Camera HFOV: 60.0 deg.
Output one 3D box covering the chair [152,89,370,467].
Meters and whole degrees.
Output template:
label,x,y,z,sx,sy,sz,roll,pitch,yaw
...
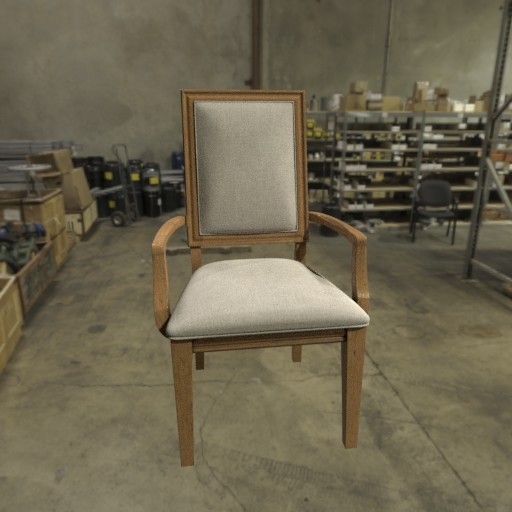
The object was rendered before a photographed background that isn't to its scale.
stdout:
label,x,y,z,sx,sy,sz,roll,pitch,yaw
chair,0.000,0.000,1.371,0.606,0.990,0.602,-3,18,-8
